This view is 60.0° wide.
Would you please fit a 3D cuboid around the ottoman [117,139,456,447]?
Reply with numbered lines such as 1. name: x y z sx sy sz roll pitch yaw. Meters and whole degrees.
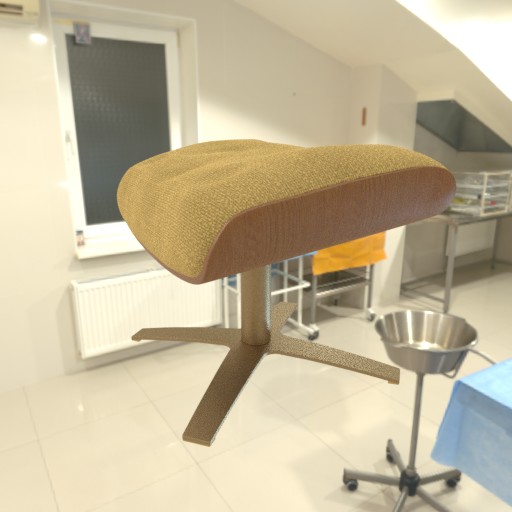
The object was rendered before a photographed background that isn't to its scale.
1. ottoman: 0.000 0.000 0.783 0.394 0.391 0.520 -8 18 -26
